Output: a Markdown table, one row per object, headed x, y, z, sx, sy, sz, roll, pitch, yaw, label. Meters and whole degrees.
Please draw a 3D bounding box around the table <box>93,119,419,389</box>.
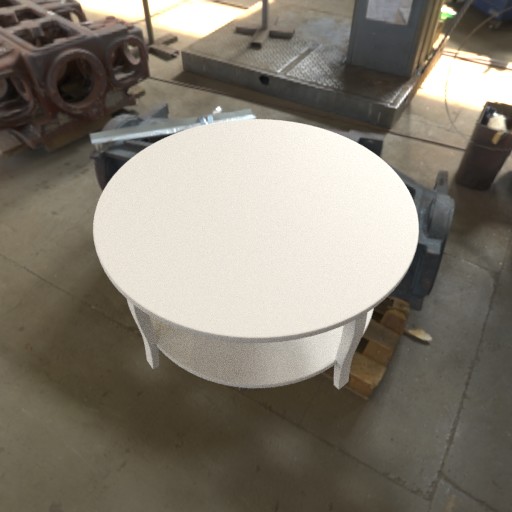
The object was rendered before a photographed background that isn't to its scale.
| x | y | z | sx | sy | sz | roll | pitch | yaw | label |
| --- | --- | --- | --- | --- | --- | --- | --- | --- | --- |
| 0.000 | 0.000 | 1.442 | 0.910 | 0.457 | 0.910 | 0 | 47 | 0 | table |
